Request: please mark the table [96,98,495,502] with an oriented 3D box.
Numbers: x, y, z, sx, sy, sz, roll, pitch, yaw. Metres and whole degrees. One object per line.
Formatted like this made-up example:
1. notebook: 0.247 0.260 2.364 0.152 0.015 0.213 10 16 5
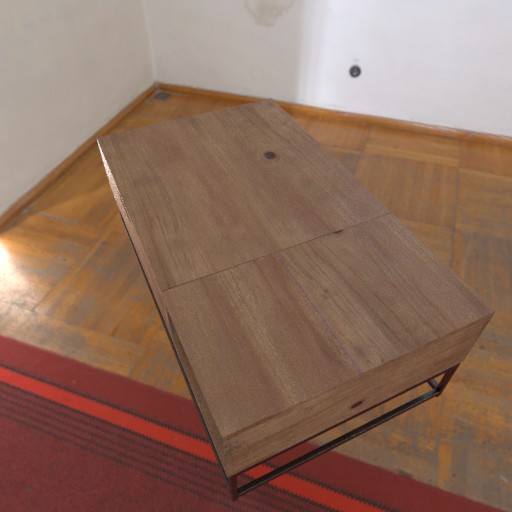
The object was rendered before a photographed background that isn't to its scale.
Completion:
1. table: 0.000 0.000 1.366 0.655 0.395 1.101 -19 49 -17
